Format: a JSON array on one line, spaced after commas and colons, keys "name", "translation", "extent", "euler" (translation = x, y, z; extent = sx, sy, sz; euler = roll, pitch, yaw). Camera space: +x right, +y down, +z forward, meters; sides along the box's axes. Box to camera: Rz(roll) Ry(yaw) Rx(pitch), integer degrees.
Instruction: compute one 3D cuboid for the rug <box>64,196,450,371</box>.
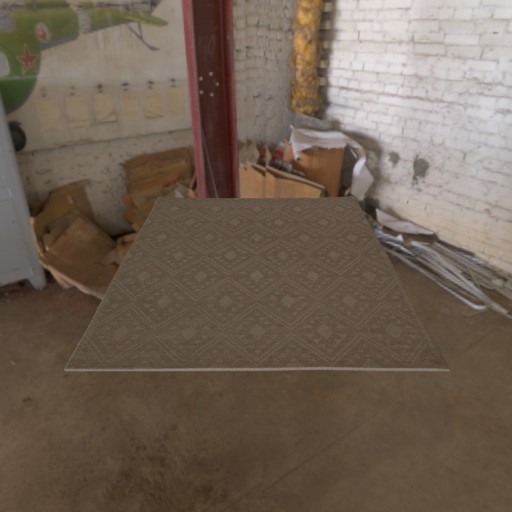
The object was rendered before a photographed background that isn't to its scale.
[{"name": "rug", "translation": [0.000, 0.000, 4.056], "extent": [2.399, 0.054, 3.011], "euler": [0, 28, 0]}]
